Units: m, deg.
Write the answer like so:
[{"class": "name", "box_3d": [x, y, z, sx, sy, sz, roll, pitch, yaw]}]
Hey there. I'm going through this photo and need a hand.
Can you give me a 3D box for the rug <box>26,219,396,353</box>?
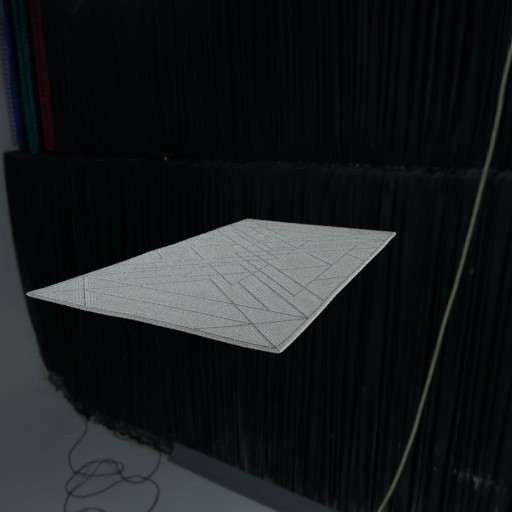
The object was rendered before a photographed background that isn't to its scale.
[{"class": "rug", "box_3d": [0.000, 0.000, 1.075, 0.511, 0.008, 0.869, 8, 17, 26]}]
